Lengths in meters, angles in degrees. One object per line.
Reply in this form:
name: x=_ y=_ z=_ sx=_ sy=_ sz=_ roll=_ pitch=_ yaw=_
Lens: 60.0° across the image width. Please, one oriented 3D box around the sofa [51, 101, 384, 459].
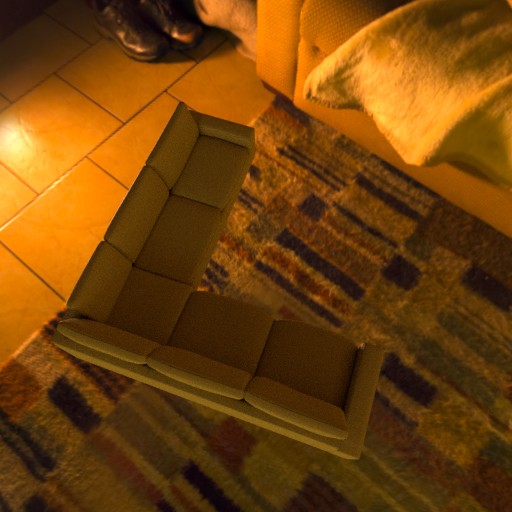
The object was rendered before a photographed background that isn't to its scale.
sofa: x=0.000 y=0.000 z=4.135 sx=2.622 sy=0.800 sz=2.742 roll=18 pitch=66 yaw=8
